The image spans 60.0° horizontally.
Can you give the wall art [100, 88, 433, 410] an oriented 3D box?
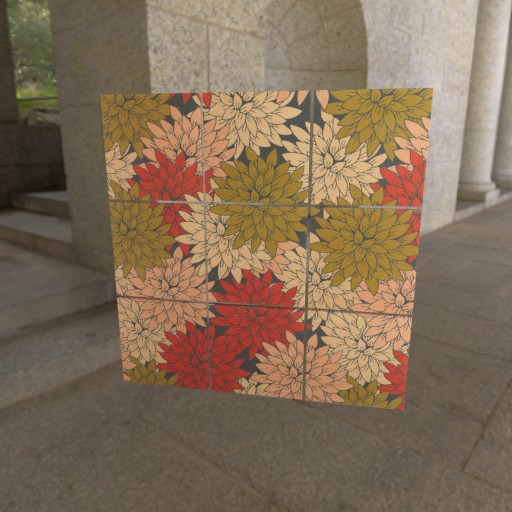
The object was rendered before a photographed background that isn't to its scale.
[{"bbox_3d":[0.000,0.000,1.307,0.904,0.913,0.013,3,15,10],"label":"wall art"}]
